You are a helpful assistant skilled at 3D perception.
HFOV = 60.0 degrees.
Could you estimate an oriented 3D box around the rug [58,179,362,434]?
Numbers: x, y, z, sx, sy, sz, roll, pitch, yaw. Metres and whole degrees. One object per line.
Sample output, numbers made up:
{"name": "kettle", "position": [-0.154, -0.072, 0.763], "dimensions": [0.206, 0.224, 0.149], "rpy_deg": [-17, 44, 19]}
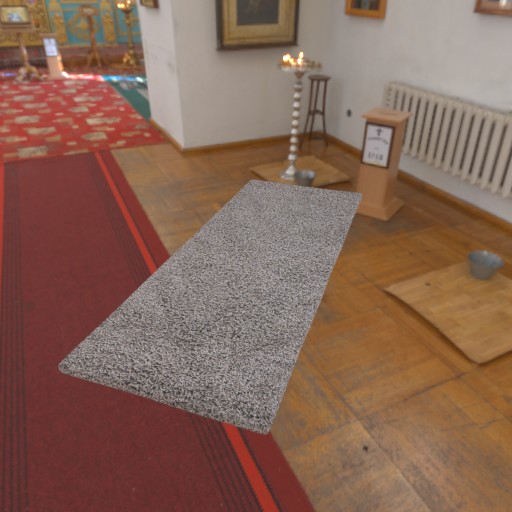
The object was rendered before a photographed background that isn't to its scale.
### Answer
{"name": "rug", "position": [0.000, 0.000, 1.739], "dimensions": [0.609, 0.030, 1.524], "rpy_deg": [10, 32, 17]}
